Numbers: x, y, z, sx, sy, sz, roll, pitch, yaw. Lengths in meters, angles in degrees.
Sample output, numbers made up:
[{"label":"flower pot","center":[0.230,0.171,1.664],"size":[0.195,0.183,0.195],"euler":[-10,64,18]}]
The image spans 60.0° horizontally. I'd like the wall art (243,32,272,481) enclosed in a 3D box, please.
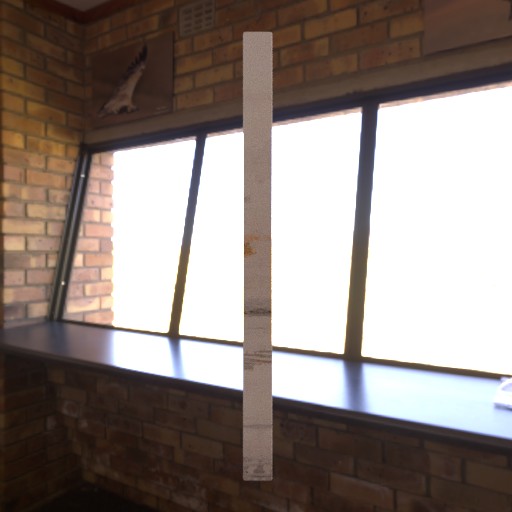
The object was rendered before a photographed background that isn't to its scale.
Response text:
[{"label":"wall art","center":[0.000,0.000,0.909],"size":[0.040,0.613,0.611],"euler":[0,0,0]}]
